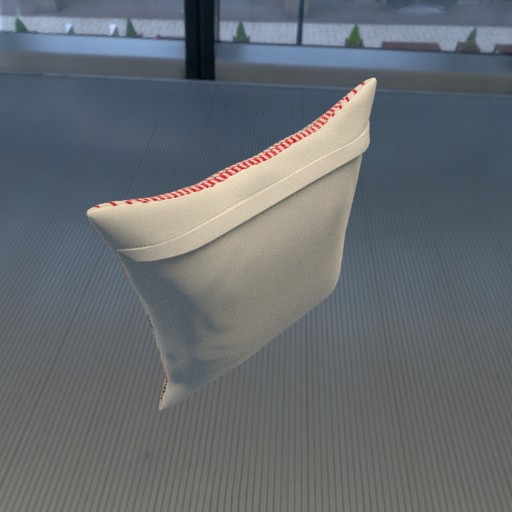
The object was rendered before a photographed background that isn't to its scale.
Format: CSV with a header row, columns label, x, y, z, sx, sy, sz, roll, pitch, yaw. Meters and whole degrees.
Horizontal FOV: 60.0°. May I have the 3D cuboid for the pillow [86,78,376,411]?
label,x,y,z,sx,sy,sz,roll,pitch,yaw
pillow,0.000,0.000,0.714,0.463,0.454,0.160,-33,54,-28
